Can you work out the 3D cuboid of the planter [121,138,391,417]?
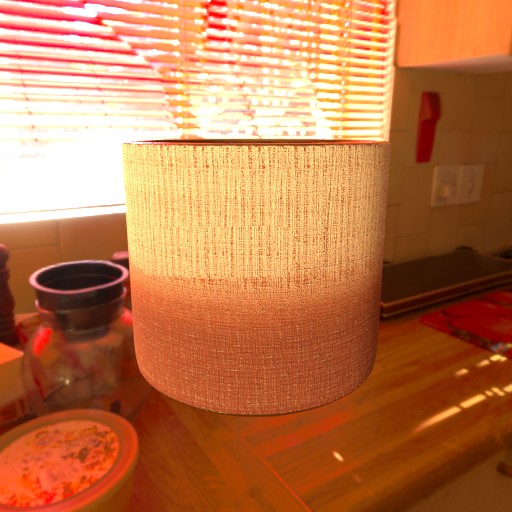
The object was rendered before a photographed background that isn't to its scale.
[{"bbox_3d":[0.000,0.000,0.397,0.221,0.201,0.221,0,16,0],"label":"planter"}]
